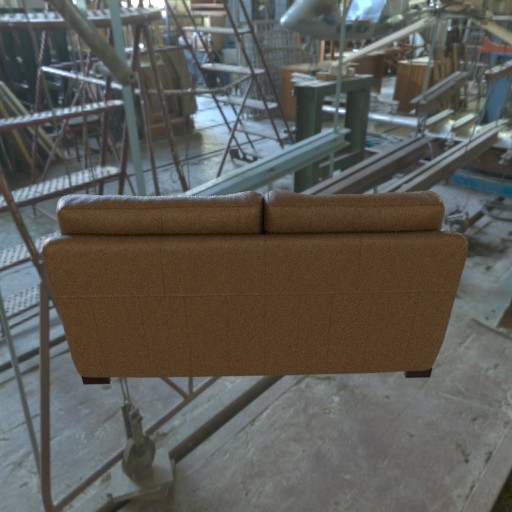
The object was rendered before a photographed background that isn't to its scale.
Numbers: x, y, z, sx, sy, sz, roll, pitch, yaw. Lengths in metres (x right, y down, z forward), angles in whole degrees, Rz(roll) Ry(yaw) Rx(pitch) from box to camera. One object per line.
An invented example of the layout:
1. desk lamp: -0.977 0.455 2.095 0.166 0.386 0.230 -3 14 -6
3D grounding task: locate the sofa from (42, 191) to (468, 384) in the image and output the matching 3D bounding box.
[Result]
1. sofa: 0.000 0.000 2.438 1.855 0.980 0.962 -1 30 -1
